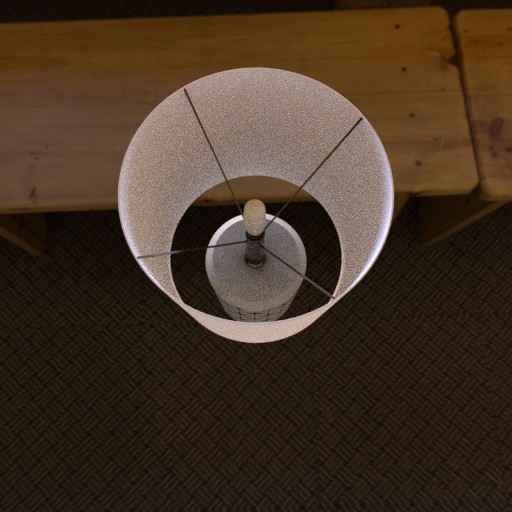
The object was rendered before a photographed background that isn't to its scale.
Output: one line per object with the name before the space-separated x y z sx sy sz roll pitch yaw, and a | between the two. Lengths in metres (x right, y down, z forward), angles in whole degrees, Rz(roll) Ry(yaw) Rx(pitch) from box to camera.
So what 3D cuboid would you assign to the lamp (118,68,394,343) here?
lamp | 0.000 0.000 0.533 0.206 0.416 0.206 -33 78 -8
